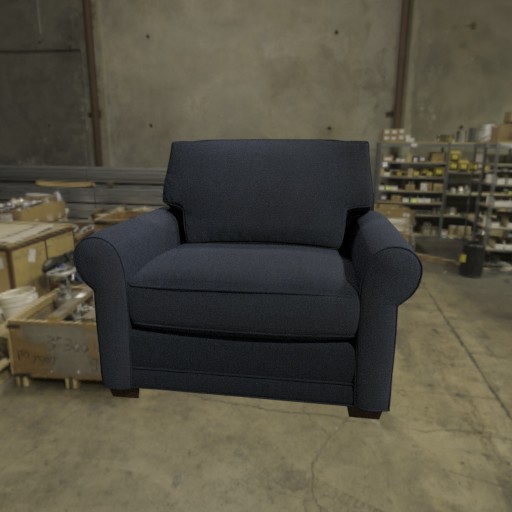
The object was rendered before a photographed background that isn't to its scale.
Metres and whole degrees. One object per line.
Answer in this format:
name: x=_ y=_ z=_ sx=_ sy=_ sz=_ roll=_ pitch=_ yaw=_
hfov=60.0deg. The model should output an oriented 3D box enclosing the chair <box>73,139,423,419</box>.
chair: x=0.000 y=0.000 z=2.029 sx=1.285 sy=1.044 sz=0.963 roll=2 pitch=14 yaw=8
